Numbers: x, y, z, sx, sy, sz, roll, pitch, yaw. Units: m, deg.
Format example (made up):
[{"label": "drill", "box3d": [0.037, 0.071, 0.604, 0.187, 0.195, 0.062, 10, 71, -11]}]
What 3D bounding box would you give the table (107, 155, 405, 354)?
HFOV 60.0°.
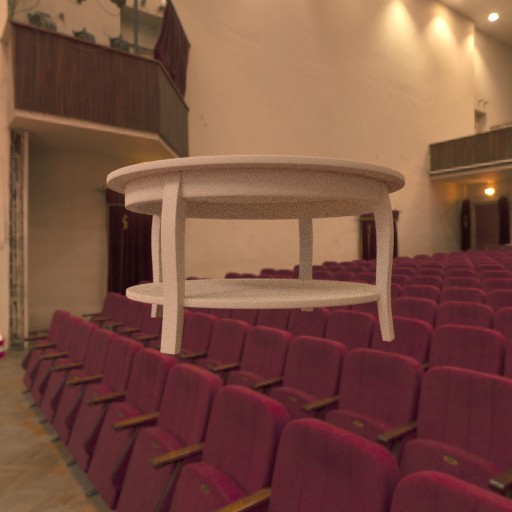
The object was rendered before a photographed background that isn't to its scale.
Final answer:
[{"label": "table", "box3d": [0.000, 0.000, 1.430, 0.910, 0.457, 0.910, 0, 1, 0]}]
